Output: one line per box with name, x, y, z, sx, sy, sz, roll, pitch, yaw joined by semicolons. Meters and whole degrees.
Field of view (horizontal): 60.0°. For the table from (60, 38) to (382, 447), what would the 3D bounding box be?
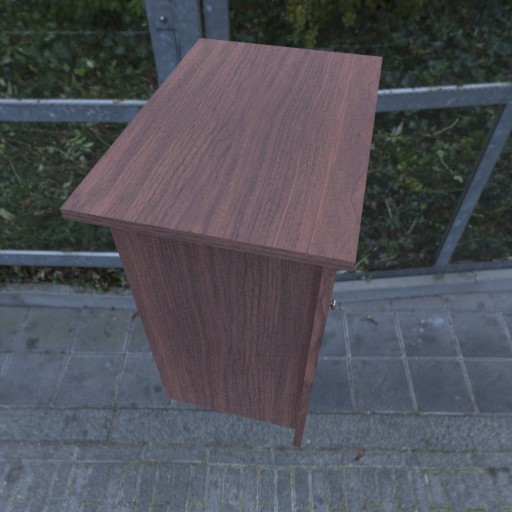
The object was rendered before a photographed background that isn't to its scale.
table;0.000;0.000;1.028;0.406;0.711;0.589;10;48;9
